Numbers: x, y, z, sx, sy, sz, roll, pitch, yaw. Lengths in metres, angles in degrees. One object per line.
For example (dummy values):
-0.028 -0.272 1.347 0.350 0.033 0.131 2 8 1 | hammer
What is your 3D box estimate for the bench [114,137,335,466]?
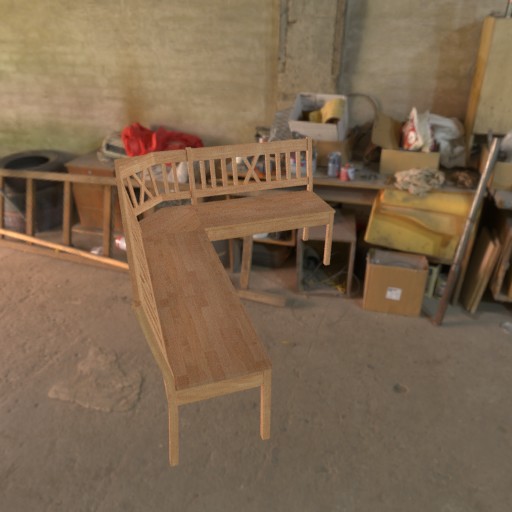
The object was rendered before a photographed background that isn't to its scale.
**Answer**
0.000 0.000 2.781 1.537 0.902 1.937 -9 31 -15 | bench
